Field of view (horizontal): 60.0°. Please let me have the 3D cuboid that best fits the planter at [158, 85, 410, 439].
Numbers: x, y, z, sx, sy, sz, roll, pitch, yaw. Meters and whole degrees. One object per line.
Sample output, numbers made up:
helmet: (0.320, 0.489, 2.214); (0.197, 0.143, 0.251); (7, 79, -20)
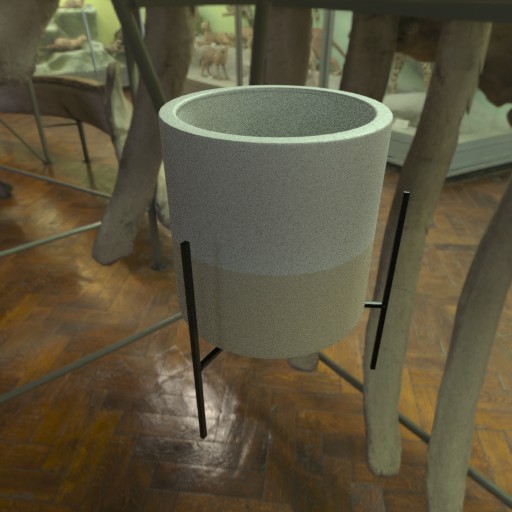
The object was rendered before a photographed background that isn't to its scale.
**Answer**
planter: (0.000, 0.000, 0.551); (0.263, 0.362, 0.267); (-23, 38, -32)
